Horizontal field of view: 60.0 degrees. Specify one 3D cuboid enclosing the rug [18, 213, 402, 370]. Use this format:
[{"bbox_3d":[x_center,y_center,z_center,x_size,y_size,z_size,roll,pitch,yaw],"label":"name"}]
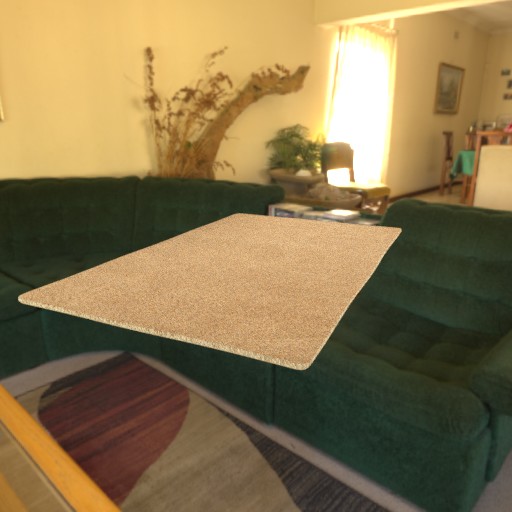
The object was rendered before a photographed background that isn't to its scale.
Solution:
[{"bbox_3d":[0.000,0.000,2.866,1.500,0.025,2.349,8,18,24],"label":"rug"}]
